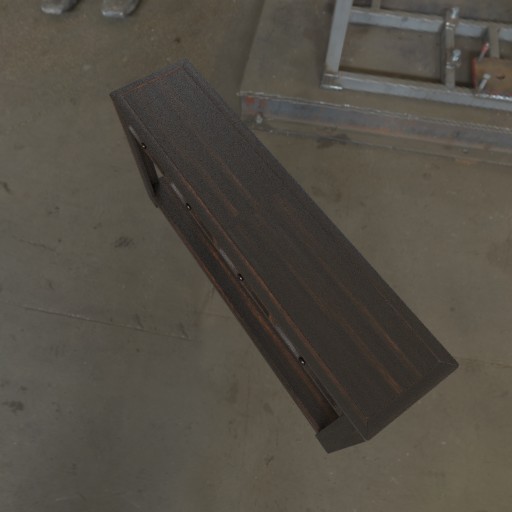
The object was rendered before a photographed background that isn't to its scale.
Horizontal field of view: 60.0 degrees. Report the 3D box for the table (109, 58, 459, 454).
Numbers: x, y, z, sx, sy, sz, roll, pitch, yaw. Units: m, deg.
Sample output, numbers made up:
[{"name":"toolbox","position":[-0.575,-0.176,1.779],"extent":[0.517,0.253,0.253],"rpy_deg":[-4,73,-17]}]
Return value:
[{"name":"table","position":[0.000,0.000,1.933],"extent":[0.384,0.762,1.631],"rpy_deg":[-32,68,-15]}]
